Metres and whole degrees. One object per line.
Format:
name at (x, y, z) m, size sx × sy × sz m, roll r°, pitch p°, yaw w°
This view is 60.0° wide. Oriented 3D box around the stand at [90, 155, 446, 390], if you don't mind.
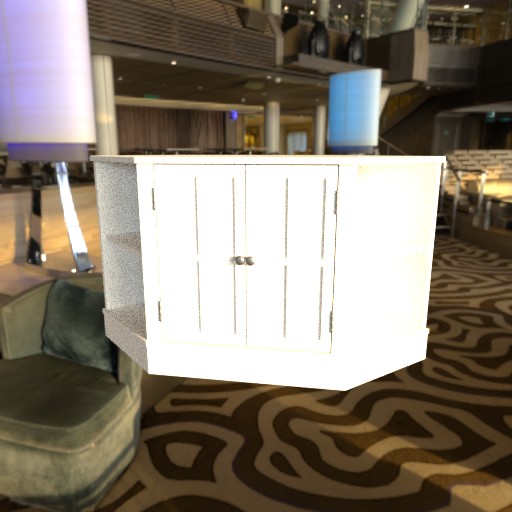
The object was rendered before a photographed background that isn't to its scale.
stand at (0.000, 0.000, 1.393) m, size 1.072 × 0.614 × 0.477 m, roll 2°, pitch 14°, yaw 9°
